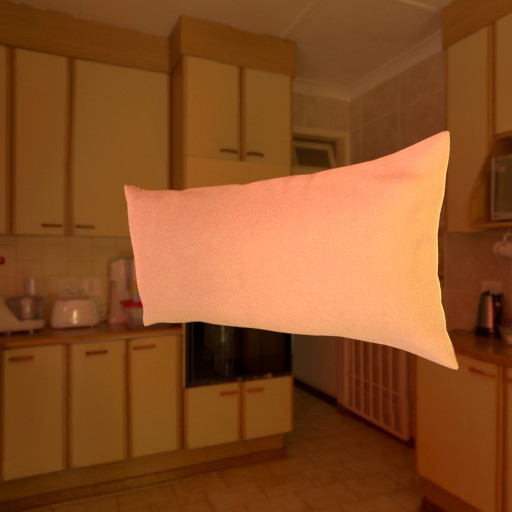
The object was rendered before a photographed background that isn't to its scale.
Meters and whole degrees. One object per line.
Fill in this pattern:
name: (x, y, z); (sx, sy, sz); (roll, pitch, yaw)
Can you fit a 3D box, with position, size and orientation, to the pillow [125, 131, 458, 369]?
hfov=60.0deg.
pillow: (0.000, 0.000, 0.725); (0.608, 0.292, 0.156); (0, -1, 36)
